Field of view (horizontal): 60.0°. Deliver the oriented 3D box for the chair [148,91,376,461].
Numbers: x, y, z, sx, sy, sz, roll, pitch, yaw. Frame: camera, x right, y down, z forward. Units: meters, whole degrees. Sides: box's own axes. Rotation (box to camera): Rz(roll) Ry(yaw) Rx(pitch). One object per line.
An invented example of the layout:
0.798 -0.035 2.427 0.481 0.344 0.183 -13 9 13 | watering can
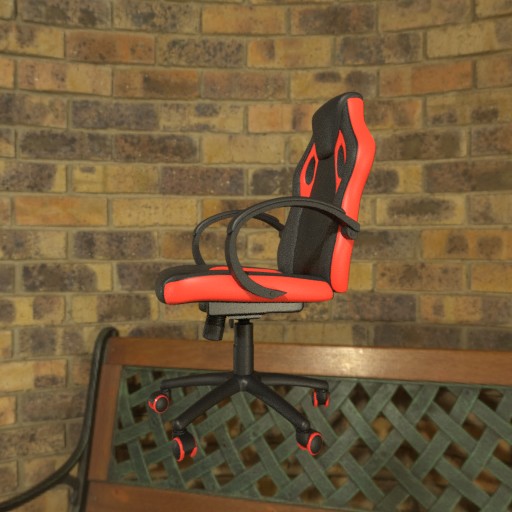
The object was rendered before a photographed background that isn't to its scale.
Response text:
0.000 0.000 1.386 0.642 1.016 0.600 -1 2 -18 | chair
